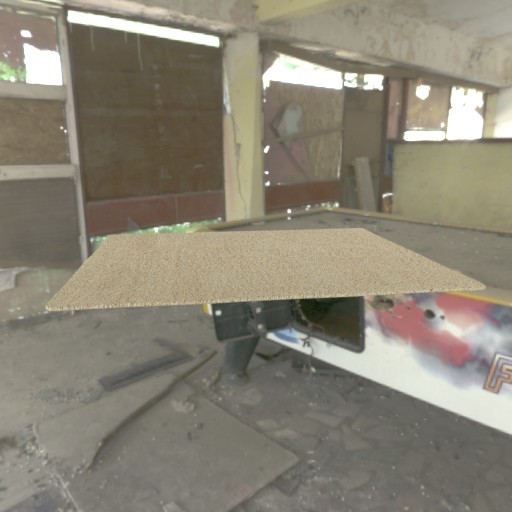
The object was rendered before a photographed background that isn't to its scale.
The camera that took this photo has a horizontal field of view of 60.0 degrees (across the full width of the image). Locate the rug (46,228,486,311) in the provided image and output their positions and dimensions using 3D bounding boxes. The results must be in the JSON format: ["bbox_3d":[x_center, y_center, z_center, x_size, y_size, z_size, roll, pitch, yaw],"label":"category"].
[{"bbox_3d":[0.000,0.000,4.083,3.001,0.025,2.401,-2,14,-8],"label":"rug"}]
